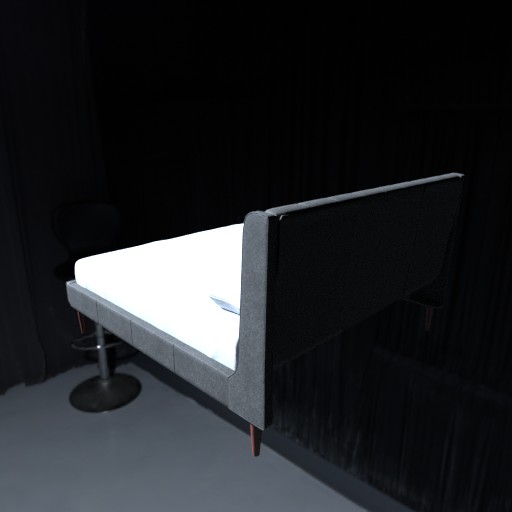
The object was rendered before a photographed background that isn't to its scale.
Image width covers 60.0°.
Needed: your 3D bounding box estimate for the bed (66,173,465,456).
[{"bbox_3d":[0.000,0.000,2.509,1.638,0.933,1.531,16,23,42],"label":"bed"}]
